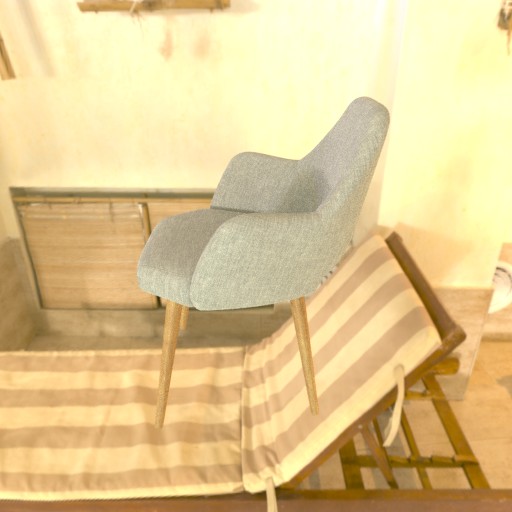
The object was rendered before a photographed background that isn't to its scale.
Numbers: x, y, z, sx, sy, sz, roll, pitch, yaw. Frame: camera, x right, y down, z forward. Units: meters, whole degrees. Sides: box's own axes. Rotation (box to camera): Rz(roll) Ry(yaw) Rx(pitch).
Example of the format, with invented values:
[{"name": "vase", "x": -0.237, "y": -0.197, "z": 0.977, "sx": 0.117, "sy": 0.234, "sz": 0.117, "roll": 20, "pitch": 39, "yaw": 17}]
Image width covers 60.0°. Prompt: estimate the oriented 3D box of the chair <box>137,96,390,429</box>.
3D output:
[{"name": "chair", "x": 0.000, "y": 0.000, "z": 1.254, "sx": 0.610, "sy": 0.840, "sz": 0.590, "roll": 0, "pitch": 27, "yaw": 0}]
